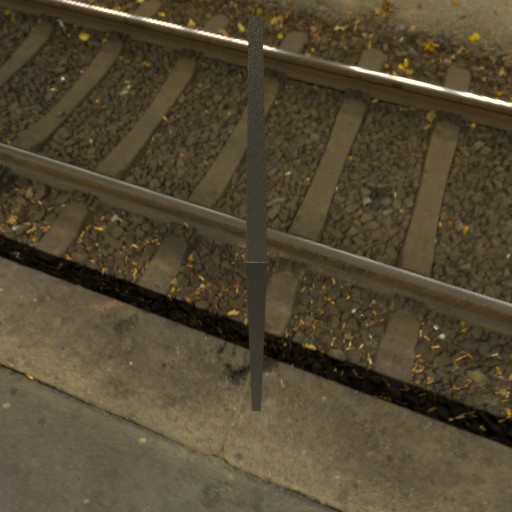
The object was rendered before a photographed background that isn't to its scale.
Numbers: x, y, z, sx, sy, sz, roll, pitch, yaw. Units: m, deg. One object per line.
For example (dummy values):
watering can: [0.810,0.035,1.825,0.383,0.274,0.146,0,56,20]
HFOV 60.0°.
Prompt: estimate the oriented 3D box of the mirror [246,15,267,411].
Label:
mirror: [0.000,0.000,1.506,0.038,1.219,0.762,0,59,0]
